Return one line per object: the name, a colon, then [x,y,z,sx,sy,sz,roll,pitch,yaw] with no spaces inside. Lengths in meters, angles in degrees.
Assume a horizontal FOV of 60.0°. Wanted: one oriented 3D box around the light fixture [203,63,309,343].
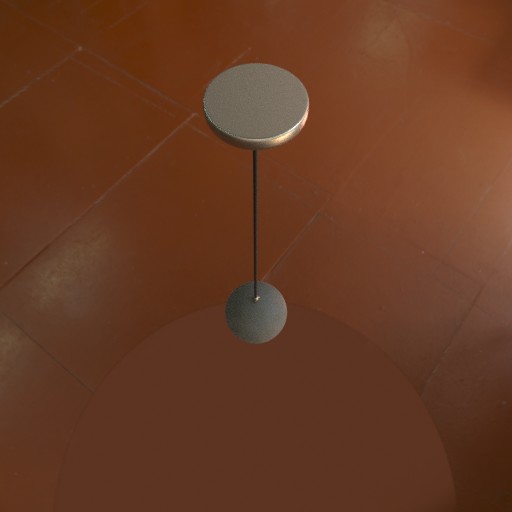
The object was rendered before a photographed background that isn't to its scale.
light fixture: [0.000,0.000,0.831,0.153,0.760,0.153,-17,64,-8]
